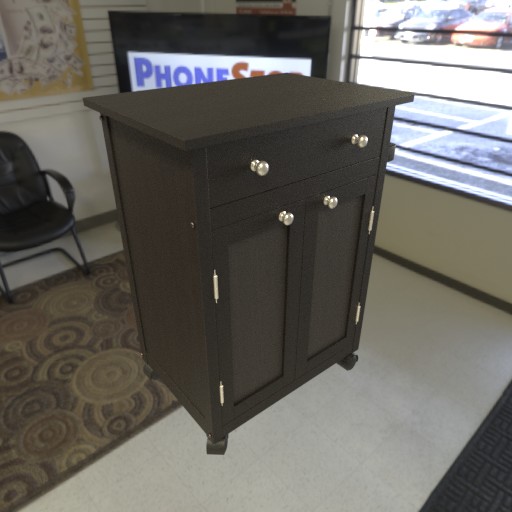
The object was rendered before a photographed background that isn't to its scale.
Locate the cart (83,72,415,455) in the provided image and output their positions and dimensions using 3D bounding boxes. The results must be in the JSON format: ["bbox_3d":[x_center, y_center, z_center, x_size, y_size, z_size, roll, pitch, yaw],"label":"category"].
[{"bbox_3d":[0.000,0.000,1.269,0.660,0.879,0.456,-22,37,-33],"label":"cart"}]
